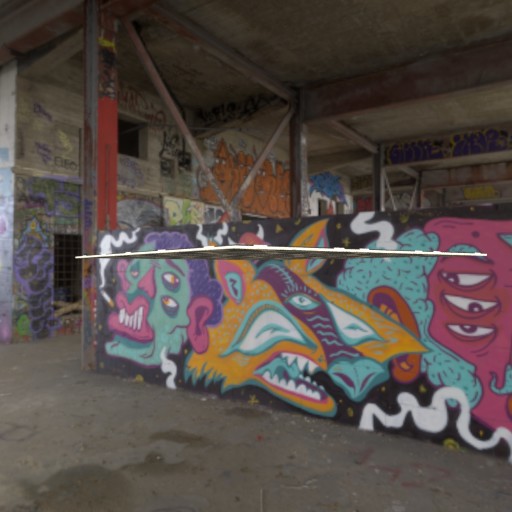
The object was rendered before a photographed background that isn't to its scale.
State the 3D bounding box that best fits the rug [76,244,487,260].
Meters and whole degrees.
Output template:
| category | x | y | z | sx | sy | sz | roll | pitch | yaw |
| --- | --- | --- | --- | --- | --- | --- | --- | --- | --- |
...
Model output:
| category | x | y | z | sx | sy | sz | roll | pitch | yaw |
| --- | --- | --- | --- | --- | --- | --- | --- | --- | --- |
| rug | 0.000 | 0.000 | 4.137 | 2.466 | 0.021 | 3.049 | 1 | -2 | -36 |
